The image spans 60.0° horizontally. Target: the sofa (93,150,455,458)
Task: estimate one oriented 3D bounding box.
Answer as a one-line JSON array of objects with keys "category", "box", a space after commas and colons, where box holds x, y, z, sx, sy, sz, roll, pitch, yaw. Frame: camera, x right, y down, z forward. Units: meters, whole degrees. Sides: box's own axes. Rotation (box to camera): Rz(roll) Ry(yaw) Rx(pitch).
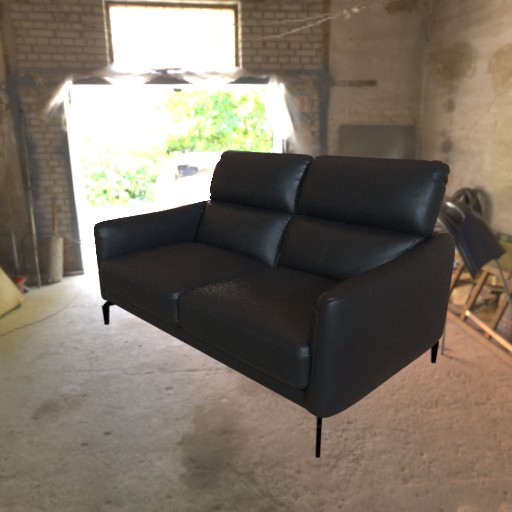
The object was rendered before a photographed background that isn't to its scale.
[{"category": "sofa", "box": [0.000, 0.000, 2.126, 1.596, 0.920, 0.958, 15, 22, 43]}]
